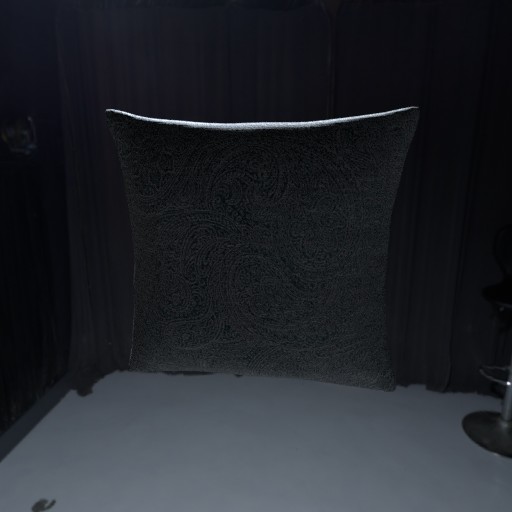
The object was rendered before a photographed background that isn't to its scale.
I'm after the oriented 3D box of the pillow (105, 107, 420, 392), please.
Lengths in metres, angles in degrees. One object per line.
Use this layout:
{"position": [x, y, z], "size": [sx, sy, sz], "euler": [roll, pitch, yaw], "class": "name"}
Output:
{"position": [0.000, 0.000, 0.798], "size": [0.526, 0.507, 0.166], "euler": [2, 15, 8], "class": "pillow"}
